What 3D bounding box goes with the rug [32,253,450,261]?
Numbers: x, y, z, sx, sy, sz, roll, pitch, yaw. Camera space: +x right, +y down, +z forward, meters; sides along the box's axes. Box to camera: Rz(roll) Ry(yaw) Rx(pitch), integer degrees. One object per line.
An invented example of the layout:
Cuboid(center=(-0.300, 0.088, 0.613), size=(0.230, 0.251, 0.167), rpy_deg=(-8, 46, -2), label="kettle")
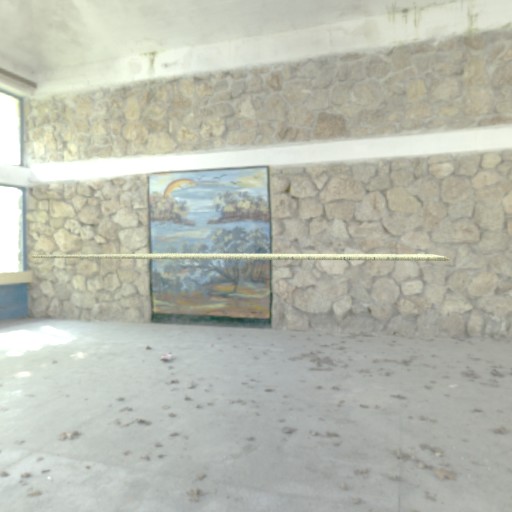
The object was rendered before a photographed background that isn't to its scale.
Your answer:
Cuboid(center=(0.000, 0.000, 2.402), size=(1.846, 0.014, 1.243), rpy_deg=(0, 1, 19), label="rug")
